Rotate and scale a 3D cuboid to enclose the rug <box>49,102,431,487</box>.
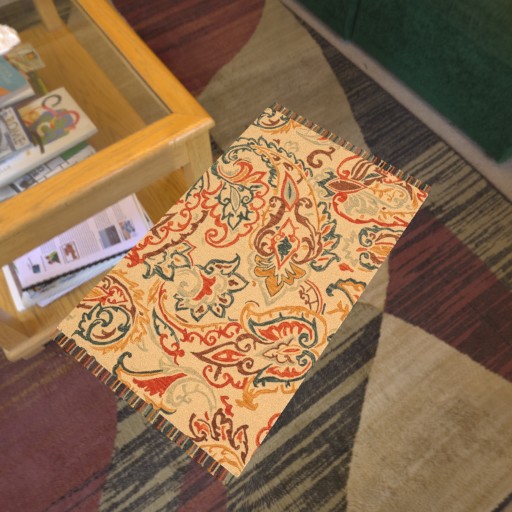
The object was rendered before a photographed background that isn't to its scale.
[{"bbox_3d":[0.000,0.000,3.201,1.523,0.010,2.584,33,69,15],"label":"rug"}]
